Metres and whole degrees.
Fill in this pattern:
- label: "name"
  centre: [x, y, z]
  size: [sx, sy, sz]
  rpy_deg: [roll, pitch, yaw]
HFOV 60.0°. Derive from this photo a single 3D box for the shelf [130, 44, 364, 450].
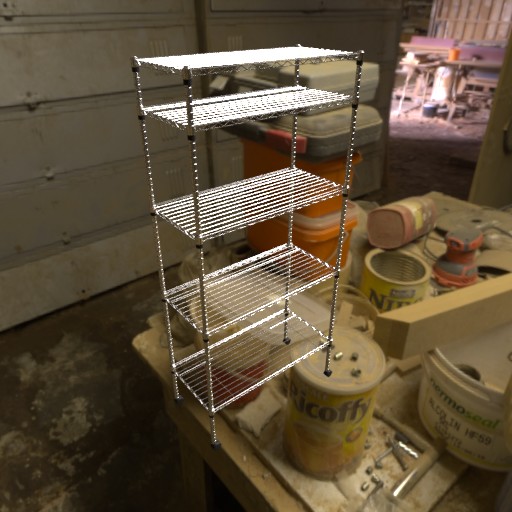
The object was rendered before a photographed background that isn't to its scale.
- label: "shelf"
  centre: [0.000, 0.000, 1.901]
  size: [0.762, 1.587, 0.356]
  rpy_deg: [-22, 36, -33]
